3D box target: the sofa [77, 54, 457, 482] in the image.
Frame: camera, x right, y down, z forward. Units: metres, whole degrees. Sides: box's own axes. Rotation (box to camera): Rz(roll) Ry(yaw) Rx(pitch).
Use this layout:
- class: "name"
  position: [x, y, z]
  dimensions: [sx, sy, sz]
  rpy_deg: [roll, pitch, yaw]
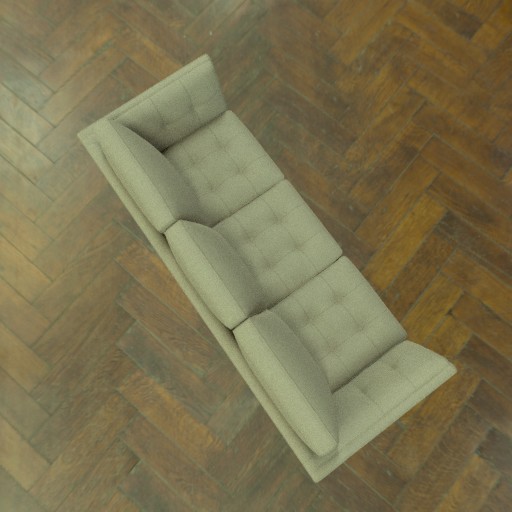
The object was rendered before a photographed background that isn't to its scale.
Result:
- class: "sofa"
  position: [0.000, 0.000, 2.802]
  dimensions: [0.965, 0.940, 2.388]
  rpy_deg: [-35, 80, -7]
